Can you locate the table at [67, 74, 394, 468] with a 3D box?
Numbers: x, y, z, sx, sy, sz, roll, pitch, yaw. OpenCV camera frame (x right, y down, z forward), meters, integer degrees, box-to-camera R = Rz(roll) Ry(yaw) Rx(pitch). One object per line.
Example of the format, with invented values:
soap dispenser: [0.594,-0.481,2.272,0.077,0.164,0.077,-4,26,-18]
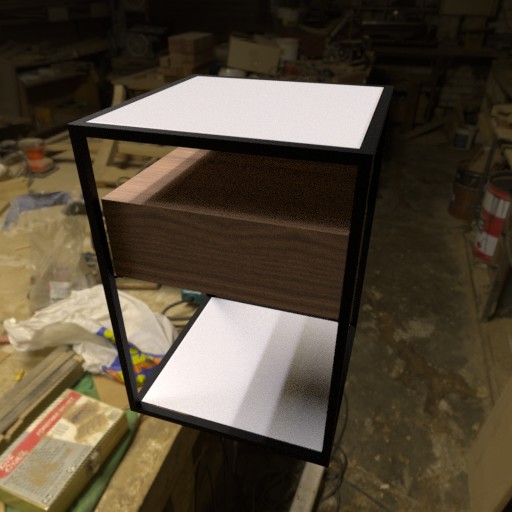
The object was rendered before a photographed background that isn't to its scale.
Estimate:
table: [0.000,0.000,0.802,0.378,0.540,0.378,10,33,15]
